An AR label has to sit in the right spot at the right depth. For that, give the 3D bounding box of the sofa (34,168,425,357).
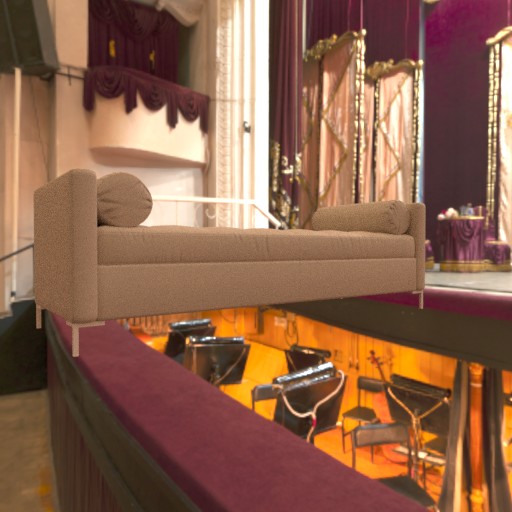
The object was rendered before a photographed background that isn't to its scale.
[{"bbox_3d":[0.000,0.000,2.300,1.981,0.635,0.686,-1,1,-36],"label":"sofa"}]
